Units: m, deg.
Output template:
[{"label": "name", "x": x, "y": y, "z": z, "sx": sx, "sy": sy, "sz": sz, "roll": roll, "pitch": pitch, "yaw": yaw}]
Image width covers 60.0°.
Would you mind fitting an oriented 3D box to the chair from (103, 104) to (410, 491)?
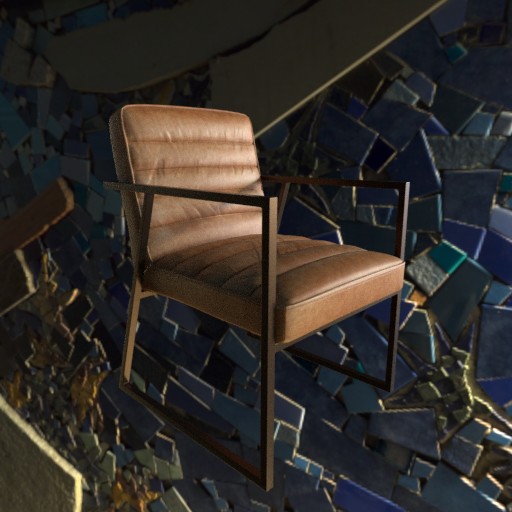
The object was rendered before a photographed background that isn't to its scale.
[{"label": "chair", "x": 0.000, "y": 0.000, "z": 1.250, "sx": 0.677, "sy": 0.832, "sz": 0.571, "roll": 13, "pitch": 18, "yaw": 43}]
